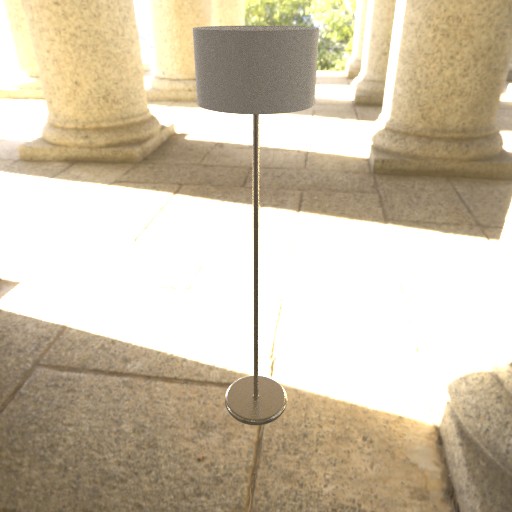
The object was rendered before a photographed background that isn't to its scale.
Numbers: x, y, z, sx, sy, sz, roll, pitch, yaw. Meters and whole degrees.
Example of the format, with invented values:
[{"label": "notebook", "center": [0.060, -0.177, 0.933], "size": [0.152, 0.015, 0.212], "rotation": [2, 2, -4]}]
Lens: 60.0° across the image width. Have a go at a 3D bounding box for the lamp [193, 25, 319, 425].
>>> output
[{"label": "lamp", "center": [0.000, 0.000, 1.575], "size": [0.347, 1.443, 0.347], "rotation": [-11, 31, -18]}]
